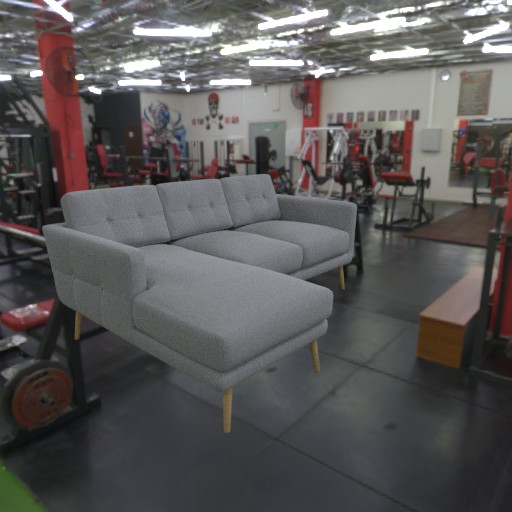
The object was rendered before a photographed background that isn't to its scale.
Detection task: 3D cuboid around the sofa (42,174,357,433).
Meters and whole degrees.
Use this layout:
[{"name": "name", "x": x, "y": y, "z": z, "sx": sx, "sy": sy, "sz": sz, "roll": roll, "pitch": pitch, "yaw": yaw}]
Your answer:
[{"name": "sofa", "x": 0.000, "y": 0.000, "z": 2.810, "sx": 1.530, "sy": 0.860, "sz": 2.040, "roll": 13, "pitch": 20, "yaw": 40}]
